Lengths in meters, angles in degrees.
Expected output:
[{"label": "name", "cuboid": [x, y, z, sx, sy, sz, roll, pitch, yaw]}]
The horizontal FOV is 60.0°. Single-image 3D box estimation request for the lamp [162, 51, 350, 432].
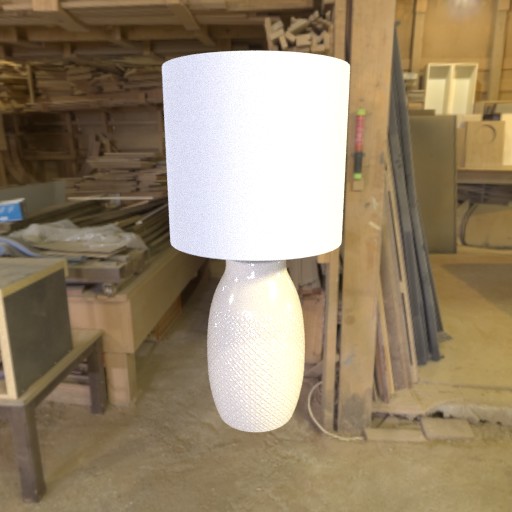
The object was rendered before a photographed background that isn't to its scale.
[{"label": "lamp", "cuboid": [0.000, 0.000, 0.576, 0.217, 0.453, 0.217, 2, 15, 8]}]
